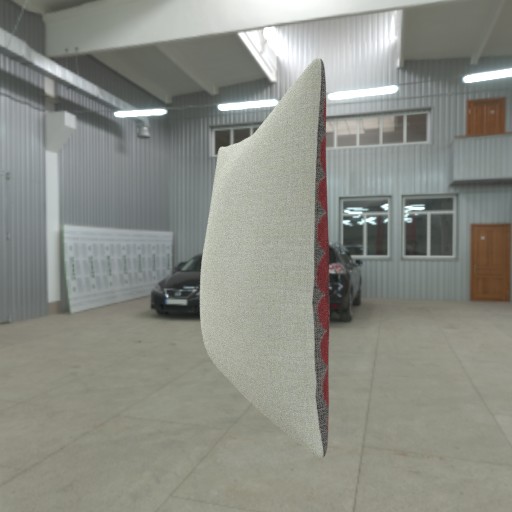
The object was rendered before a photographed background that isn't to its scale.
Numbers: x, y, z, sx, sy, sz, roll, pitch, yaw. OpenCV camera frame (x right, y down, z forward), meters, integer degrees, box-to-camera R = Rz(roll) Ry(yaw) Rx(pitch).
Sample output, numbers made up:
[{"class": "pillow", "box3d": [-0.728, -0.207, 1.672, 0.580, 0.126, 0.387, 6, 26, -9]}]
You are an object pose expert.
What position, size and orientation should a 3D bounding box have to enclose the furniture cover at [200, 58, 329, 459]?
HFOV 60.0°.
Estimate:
[{"class": "furniture cover", "box3d": [0.000, 0.000, 0.657, 0.145, 0.420, 0.435, 0, 1, -18]}]
